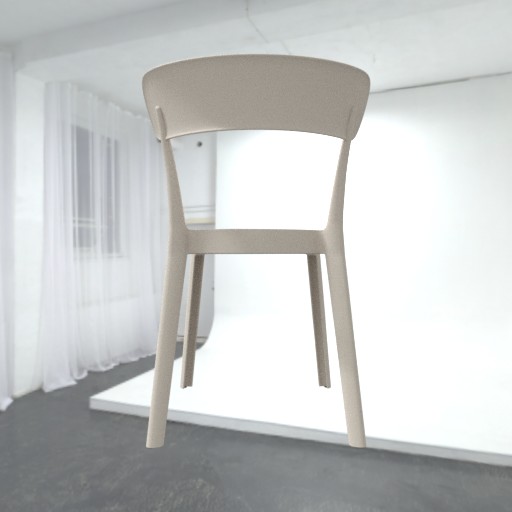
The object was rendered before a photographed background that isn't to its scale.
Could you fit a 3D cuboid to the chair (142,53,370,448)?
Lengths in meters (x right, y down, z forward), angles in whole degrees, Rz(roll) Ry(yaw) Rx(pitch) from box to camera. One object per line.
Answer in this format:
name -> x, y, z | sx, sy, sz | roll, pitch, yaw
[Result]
chair -> 0.000, 0.000, 1.099 | 0.506, 0.790, 0.491 | 0, 0, 0
